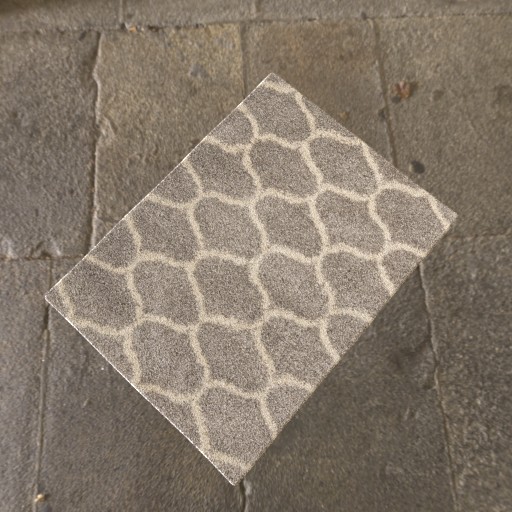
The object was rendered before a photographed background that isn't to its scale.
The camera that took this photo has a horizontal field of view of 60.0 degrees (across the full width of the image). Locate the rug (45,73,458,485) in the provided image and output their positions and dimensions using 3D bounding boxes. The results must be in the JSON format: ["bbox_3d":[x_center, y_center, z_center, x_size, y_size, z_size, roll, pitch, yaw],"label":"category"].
[{"bbox_3d":[0.000,0.000,2.092,1.200,0.025,1.600,41,80,9],"label":"rug"}]
